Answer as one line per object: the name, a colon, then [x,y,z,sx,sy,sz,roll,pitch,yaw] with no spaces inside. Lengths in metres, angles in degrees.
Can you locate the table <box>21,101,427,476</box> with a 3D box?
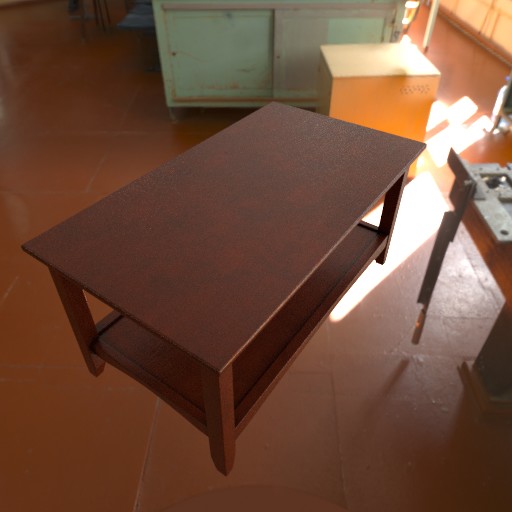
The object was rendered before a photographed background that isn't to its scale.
table: [0.000,0.000,1.243,0.533,0.456,0.943,25,47,26]
